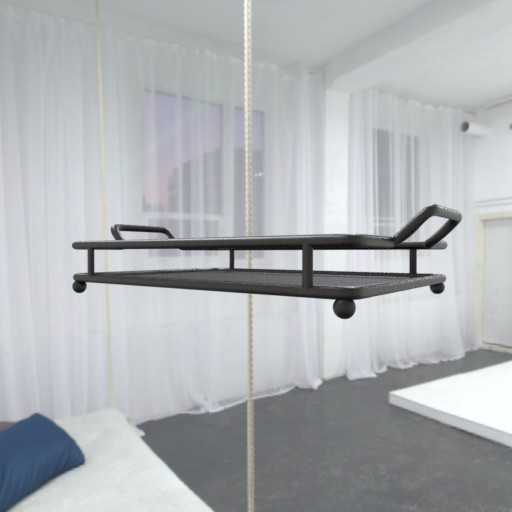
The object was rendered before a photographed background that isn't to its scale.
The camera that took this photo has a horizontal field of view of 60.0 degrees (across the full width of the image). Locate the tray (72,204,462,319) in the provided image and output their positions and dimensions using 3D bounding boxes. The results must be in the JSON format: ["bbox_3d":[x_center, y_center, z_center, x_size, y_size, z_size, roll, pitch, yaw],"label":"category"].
[{"bbox_3d":[0.000,0.000,0.597,0.495,0.101,0.297,0,0,37],"label":"tray"}]
